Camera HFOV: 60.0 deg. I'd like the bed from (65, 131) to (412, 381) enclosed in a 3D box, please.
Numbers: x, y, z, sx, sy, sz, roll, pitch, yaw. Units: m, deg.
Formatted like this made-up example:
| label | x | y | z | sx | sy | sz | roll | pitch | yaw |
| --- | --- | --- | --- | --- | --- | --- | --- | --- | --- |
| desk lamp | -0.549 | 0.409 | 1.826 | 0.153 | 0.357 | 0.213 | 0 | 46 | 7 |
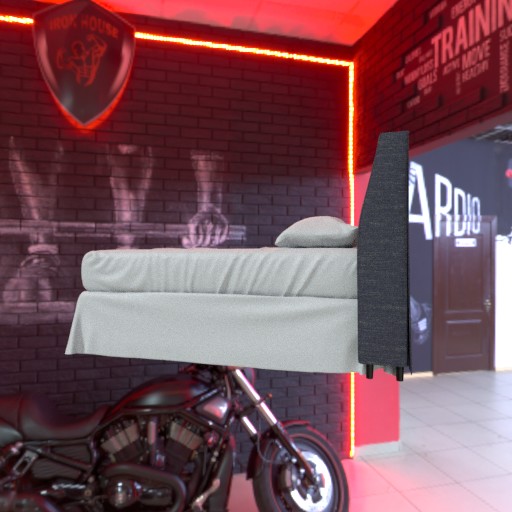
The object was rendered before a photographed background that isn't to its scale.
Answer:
| label | x | y | z | sx | sy | sz | roll | pitch | yaw |
| --- | --- | --- | --- | --- | --- | --- | --- | --- | --- |
| bed | 0.000 | 0.000 | 3.519 | 2.276 | 1.332 | 1.925 | 0 | 0 | 17 |
